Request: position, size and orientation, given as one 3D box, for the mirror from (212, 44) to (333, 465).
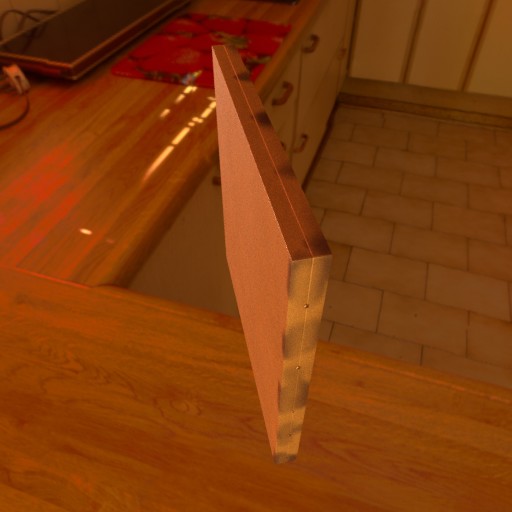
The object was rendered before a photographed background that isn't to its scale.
[{"bbox_3d":[0.000,0.000,0.753,0.042,0.507,0.509,-9,46,-8],"label":"mirror"}]
